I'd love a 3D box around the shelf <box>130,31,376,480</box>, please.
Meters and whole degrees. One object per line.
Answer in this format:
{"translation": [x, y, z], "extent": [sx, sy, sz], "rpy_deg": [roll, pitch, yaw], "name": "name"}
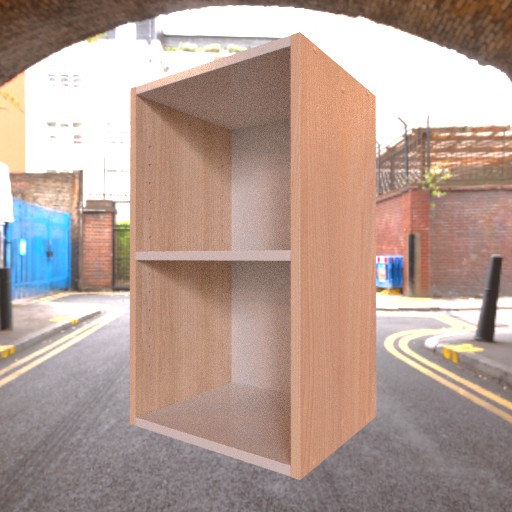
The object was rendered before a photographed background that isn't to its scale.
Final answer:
{"translation": [0.000, 0.000, 0.810], "extent": [0.350, 0.600, 0.290], "rpy_deg": [0, 0, 35], "name": "shelf"}
